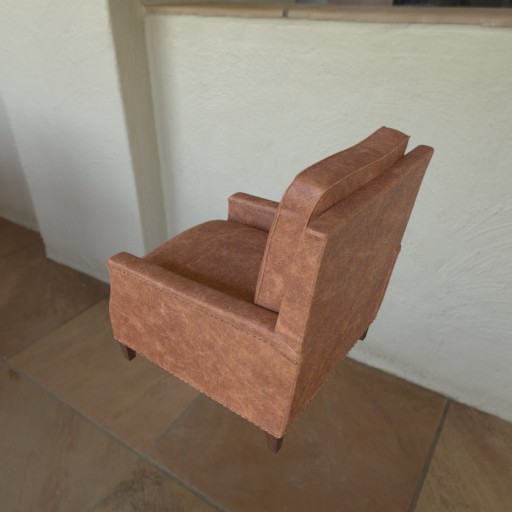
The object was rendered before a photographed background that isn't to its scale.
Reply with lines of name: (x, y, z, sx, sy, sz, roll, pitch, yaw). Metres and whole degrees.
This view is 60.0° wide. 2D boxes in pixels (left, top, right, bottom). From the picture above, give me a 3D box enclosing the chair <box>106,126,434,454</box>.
chair: (0.000, 0.000, 1.837, 1.035, 1.054, 0.854, 21, 37, 30)
